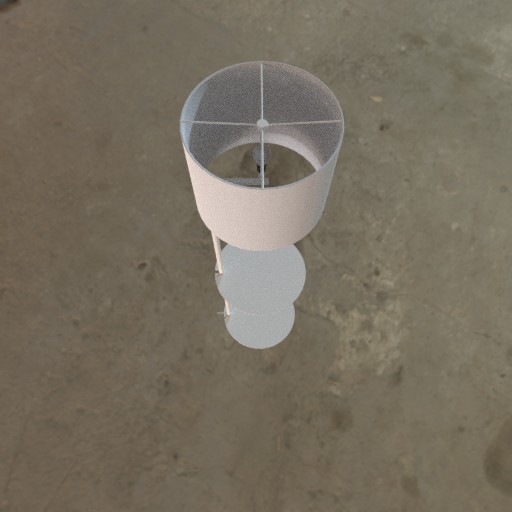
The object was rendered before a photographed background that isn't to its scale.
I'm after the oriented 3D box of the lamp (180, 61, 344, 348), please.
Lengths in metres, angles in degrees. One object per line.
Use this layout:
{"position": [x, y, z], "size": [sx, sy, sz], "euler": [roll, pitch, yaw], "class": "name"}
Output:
{"position": [0.000, 0.000, 1.669], "size": [0.405, 1.465, 0.372], "euler": [0, 65, 0], "class": "lamp"}
